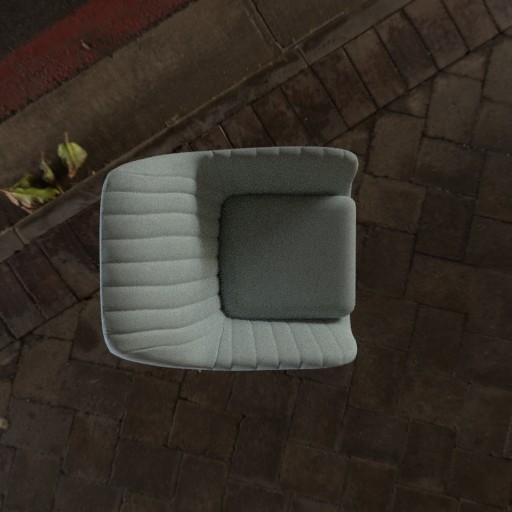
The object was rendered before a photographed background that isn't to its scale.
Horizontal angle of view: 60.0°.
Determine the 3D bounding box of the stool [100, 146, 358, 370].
[{"bbox_3d":[0.000,0.000,1.219,0.590,0.830,0.503,0,92,-1],"label":"stool"}]
